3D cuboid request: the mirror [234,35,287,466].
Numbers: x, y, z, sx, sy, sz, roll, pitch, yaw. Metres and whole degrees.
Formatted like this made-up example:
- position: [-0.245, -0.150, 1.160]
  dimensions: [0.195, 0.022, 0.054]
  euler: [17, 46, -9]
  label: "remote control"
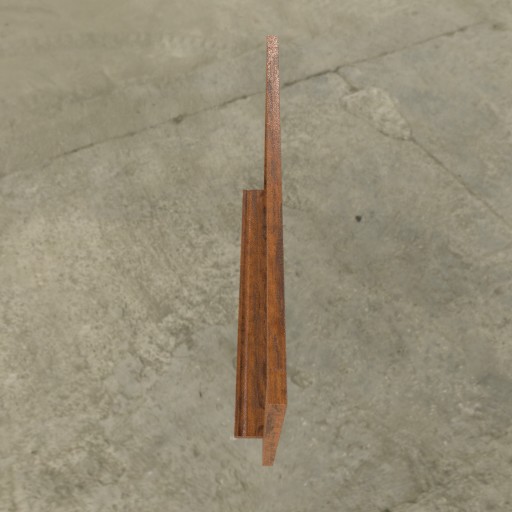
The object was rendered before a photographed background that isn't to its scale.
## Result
- position: [0.000, 0.000, 0.955]
  dimensions: [0.084, 0.537, 0.758]
  euler: [1, 58, 0]
  label: "mirror"
